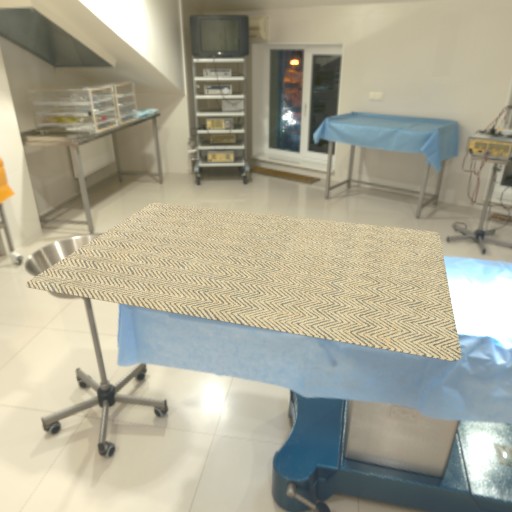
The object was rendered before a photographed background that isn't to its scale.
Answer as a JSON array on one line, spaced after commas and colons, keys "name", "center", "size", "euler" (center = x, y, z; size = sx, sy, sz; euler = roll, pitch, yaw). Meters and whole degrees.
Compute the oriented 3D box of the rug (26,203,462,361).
[{"name": "rug", "center": [0.000, 0.000, 2.165], "size": [1.752, 0.008, 1.144], "euler": [7, 27, 15]}]
